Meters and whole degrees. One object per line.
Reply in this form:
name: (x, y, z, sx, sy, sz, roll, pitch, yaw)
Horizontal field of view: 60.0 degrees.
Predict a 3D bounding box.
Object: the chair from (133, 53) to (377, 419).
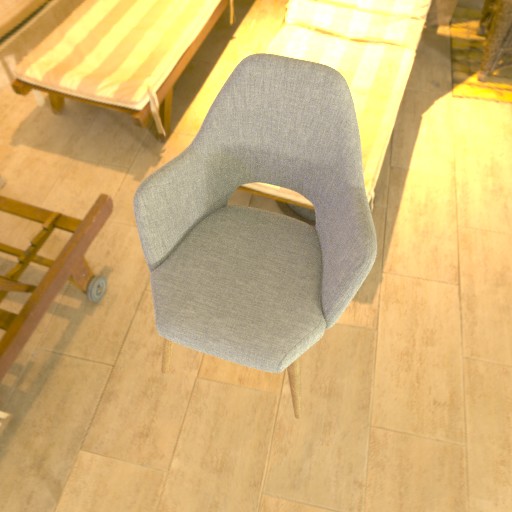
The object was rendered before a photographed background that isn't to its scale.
chair: (0.000, 0.000, 1.227, 0.590, 0.840, 0.610, 15, 58, 10)
